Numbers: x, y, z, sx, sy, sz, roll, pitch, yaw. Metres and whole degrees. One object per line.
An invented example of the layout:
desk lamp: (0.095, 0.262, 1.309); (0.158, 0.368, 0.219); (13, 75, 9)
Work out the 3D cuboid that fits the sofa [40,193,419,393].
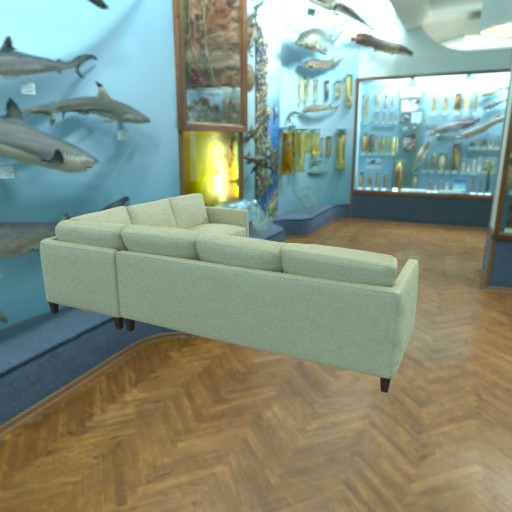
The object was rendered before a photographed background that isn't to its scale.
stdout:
sofa: (0.000, 0.000, 4.591); (3.302, 0.947, 2.593); (7, 16, 25)
